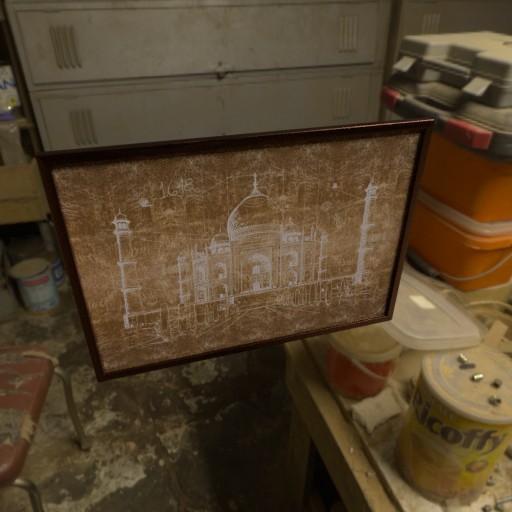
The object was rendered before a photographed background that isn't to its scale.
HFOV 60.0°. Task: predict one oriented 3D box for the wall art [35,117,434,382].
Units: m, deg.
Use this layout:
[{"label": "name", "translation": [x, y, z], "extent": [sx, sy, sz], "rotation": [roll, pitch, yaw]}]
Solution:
[{"label": "wall art", "translation": [0.000, 0.000, 0.549], "extent": [0.431, 0.304, 0.012], "rotation": [-9, 33, -14]}]
